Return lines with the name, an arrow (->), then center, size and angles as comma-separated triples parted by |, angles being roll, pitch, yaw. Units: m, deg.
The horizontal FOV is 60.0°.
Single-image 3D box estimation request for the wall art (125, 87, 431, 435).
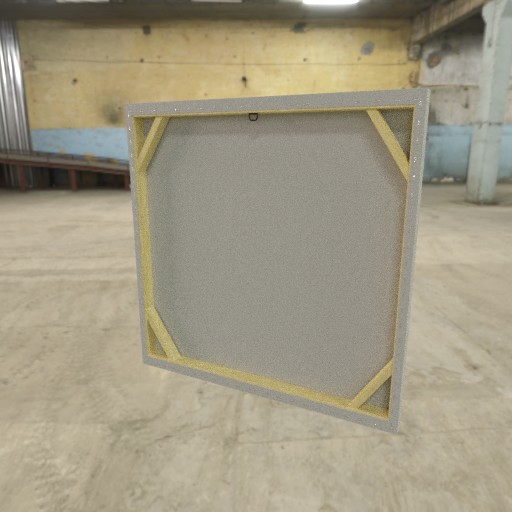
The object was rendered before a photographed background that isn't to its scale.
wall art -> 0.000, 0.000, 0.903 | 0.610, 0.610, 0.038 | 7, 16, 26
